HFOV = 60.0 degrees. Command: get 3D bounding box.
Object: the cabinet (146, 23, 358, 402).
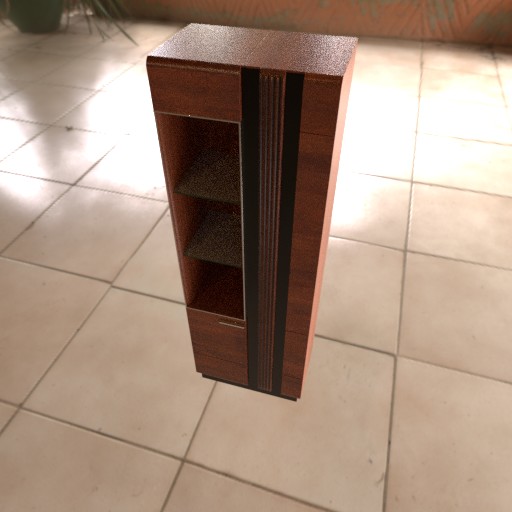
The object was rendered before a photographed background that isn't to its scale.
[{"bbox_3d":[0.000,0.000,2.221,0.660,1.980,0.420,11,44,12],"label":"cabinet"}]
